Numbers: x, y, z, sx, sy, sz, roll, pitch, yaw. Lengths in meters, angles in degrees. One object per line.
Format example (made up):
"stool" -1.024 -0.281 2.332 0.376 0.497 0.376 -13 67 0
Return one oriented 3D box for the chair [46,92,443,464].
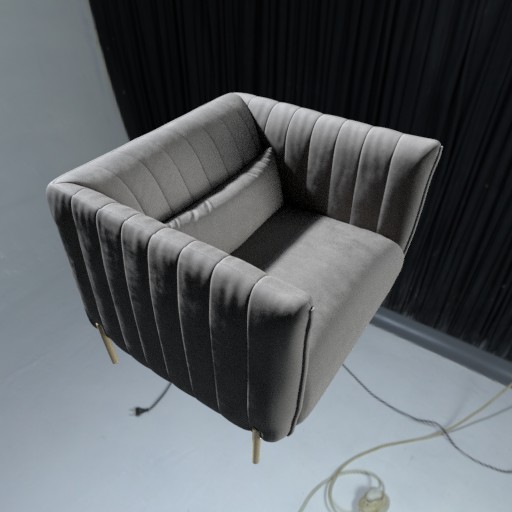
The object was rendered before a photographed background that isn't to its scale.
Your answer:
"chair" 0.000 0.000 1.583 0.873 0.779 0.981 24 46 26
